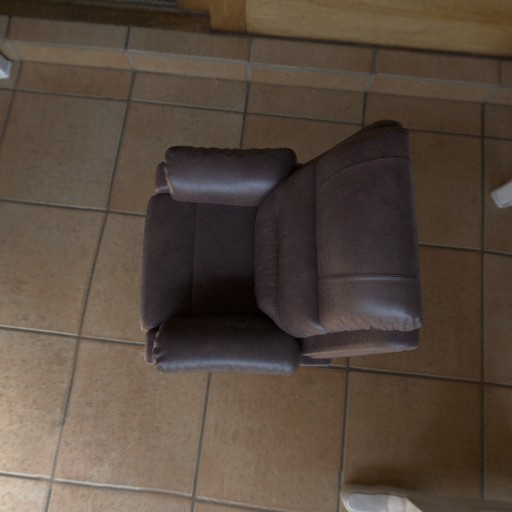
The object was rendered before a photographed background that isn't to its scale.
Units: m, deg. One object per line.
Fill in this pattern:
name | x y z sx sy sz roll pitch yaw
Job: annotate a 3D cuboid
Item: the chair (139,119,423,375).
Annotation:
chair | 0.000 0.000 1.651 0.919 0.992 0.855 1 77 0
